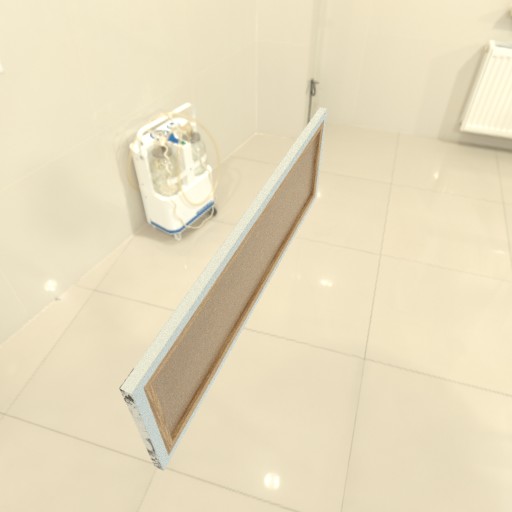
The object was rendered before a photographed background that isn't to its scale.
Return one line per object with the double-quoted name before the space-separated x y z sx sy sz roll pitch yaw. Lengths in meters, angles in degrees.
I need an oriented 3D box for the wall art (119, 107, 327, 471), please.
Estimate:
"wall art" 0.000 0.000 1.711 0.039 0.507 1.520 18 48 16
